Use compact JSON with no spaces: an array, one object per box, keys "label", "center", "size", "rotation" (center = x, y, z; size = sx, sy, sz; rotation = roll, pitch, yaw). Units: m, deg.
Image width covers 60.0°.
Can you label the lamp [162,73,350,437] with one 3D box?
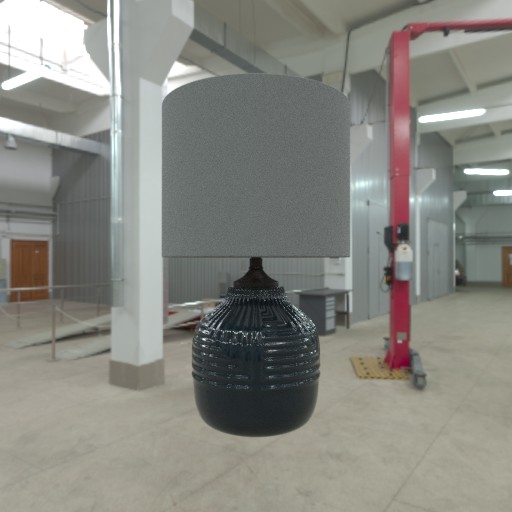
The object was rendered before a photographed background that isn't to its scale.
[{"label":"lamp","center":[0.000,0.000,0.763],"size":[0.318,0.567,0.318],"rotation":[0,0,0]}]
